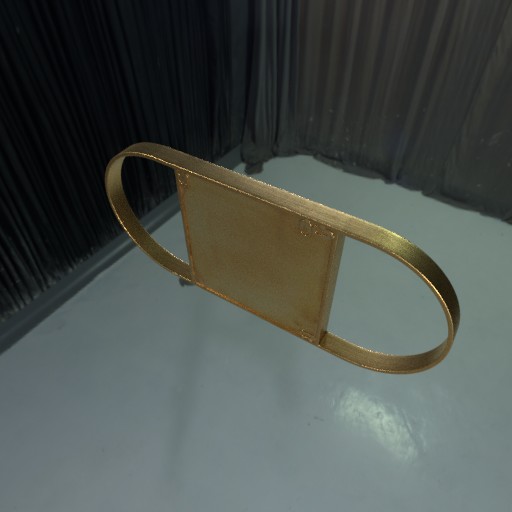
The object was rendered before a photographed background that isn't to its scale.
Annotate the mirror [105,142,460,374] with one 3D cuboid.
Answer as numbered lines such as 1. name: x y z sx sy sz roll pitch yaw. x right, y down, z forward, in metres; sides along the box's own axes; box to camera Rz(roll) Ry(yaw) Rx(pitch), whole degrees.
1. mirror: 0.000 0.000 0.667 0.584 0.254 0.032 24 51 22
